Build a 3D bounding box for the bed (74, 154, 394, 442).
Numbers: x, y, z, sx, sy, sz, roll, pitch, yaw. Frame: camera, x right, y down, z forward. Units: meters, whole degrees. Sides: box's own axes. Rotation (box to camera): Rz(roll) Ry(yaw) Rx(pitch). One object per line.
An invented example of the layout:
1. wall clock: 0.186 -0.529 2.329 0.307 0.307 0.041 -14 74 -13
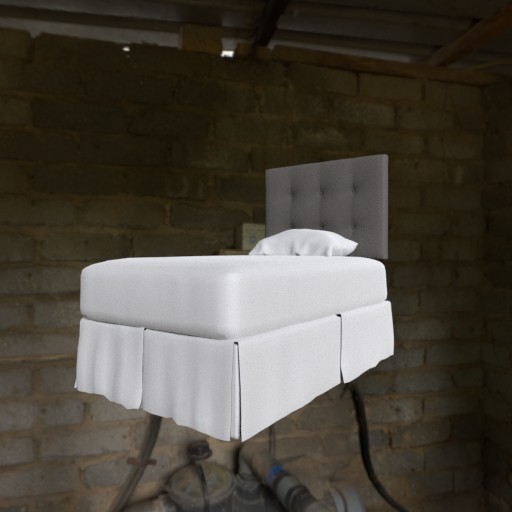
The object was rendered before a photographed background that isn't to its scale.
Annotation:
1. bed: 0.000 0.000 3.007 1.261 1.571 1.997 0 1 36
